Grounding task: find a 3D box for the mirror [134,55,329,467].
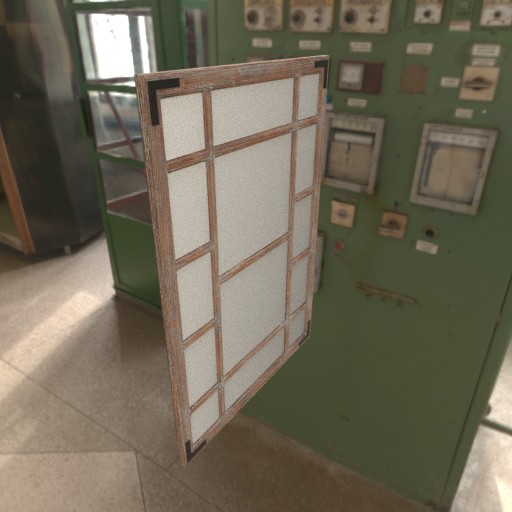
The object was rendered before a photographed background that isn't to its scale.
[{"bbox_3d":[0.000,0.000,1.241,0.025,0.996,0.705,18,32,31],"label":"mirror"}]
